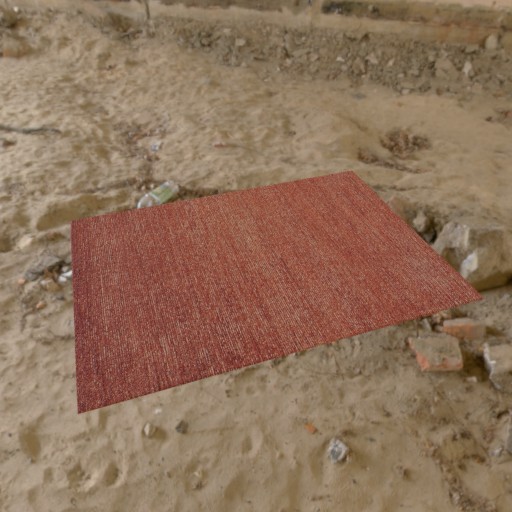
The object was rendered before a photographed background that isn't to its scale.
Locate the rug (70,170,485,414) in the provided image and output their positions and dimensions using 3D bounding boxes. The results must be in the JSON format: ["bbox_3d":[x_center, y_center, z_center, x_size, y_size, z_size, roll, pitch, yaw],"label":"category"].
[{"bbox_3d":[0.000,0.000,5.036,3.965,0.025,2.803,-12,41,-14],"label":"rug"}]
